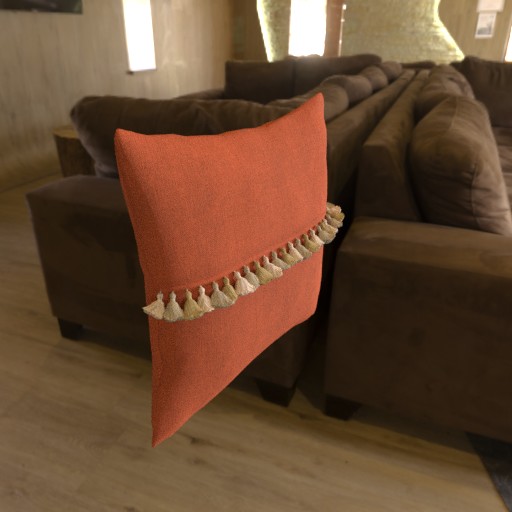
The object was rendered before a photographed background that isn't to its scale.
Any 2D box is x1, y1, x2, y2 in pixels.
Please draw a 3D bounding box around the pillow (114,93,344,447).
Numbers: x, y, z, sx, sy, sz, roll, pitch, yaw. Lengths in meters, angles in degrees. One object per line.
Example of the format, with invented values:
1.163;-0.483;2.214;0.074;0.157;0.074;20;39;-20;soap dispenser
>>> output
0.000;0.000;0.747;0.165;0.482;0.490;18;31;33;pillow
